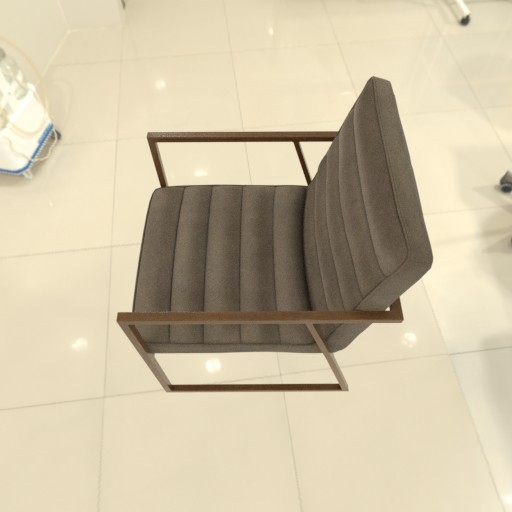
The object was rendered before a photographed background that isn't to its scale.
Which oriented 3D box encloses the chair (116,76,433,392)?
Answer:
[{"bbox_3d":[0.000,0.000,1.293,0.682,0.843,0.578,0,59,0],"label":"chair"}]
